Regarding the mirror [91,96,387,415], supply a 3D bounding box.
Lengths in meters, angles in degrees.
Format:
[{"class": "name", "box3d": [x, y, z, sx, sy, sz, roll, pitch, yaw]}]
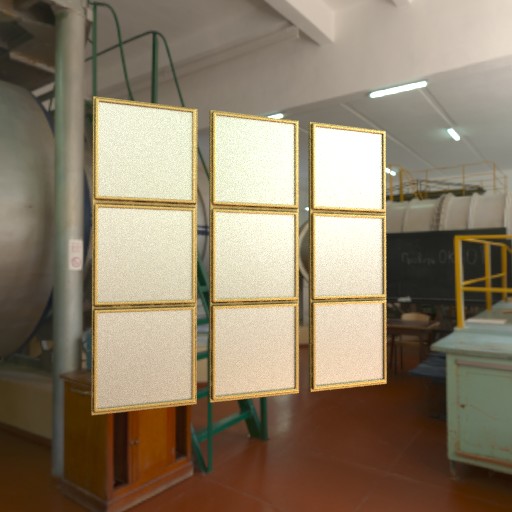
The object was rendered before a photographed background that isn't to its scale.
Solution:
[{"class": "mirror", "box3d": [0.000, 0.000, 1.457, 1.011, 0.926, 0.023, 0, -1, -20]}]
